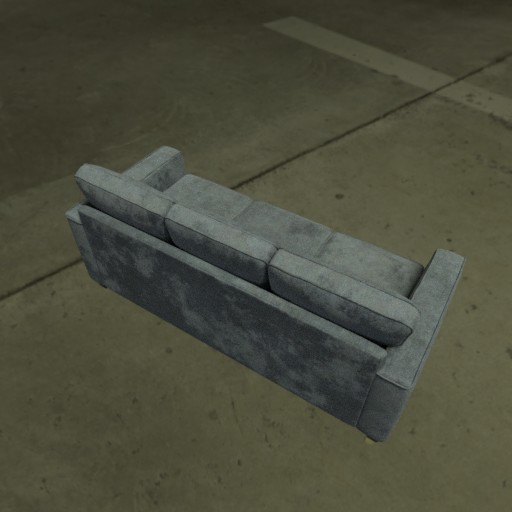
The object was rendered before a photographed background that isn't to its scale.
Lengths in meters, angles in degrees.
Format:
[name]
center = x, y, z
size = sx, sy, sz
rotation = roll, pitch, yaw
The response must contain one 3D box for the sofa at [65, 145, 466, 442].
[sofa]
center = 0.000, 0.000, 2.619
size = 2.133, 0.965, 0.939
rotation = 24, 50, 22
